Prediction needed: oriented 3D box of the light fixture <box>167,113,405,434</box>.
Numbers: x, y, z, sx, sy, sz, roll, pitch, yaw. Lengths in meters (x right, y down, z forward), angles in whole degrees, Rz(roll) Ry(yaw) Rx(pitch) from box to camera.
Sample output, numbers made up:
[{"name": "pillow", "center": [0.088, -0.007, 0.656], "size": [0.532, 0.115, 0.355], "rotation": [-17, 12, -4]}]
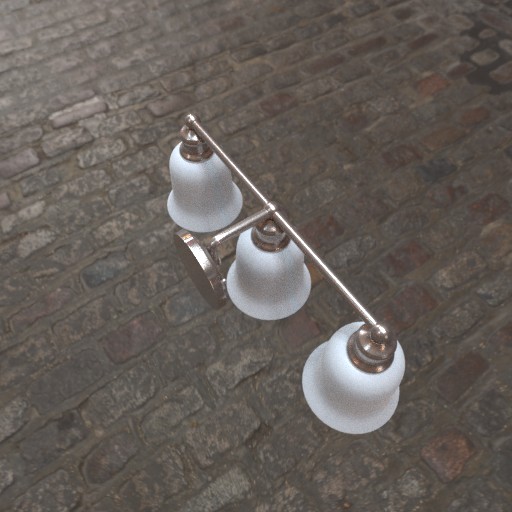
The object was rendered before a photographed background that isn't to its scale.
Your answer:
[{"name": "light fixture", "center": [0.000, 0.000, 0.665], "size": [0.198, 0.211, 0.570], "rotation": [-30, 62, -18]}]
